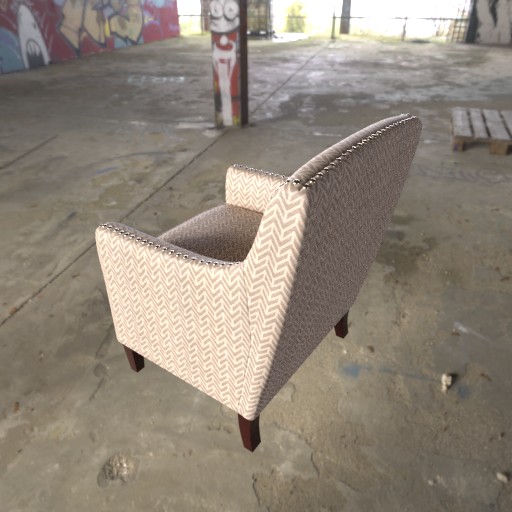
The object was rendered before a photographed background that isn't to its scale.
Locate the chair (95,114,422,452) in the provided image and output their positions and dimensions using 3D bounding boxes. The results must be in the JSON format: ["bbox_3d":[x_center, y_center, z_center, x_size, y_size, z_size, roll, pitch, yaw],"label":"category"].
[{"bbox_3d":[0.000,0.000,1.308,0.651,0.816,0.623,20,37,30],"label":"chair"}]
